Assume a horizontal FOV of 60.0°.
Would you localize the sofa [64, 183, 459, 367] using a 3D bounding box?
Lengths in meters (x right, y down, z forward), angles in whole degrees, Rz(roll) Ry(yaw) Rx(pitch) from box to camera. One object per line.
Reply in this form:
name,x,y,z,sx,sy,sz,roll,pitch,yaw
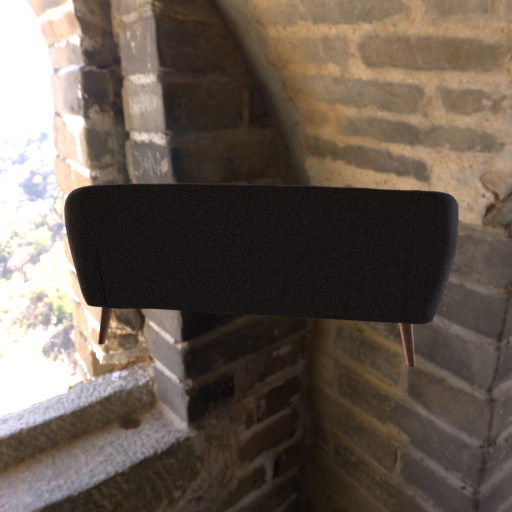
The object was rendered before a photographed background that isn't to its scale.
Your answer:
sofa,0.000,0.000,2.265,1.840,0.820,0.820,2,16,8
